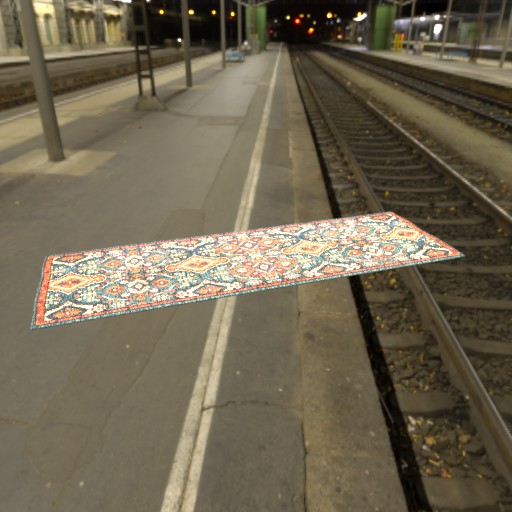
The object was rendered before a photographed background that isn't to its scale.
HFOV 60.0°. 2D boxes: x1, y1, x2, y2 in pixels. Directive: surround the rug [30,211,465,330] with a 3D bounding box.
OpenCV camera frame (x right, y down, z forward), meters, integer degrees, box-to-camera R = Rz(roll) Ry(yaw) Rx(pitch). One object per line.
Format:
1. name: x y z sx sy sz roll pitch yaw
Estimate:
1. rug: 0.000 0.000 2.715 2.459 0.010 0.801 -8 28 -16
